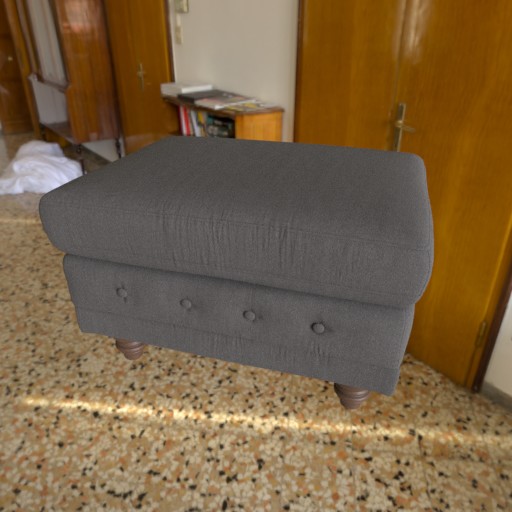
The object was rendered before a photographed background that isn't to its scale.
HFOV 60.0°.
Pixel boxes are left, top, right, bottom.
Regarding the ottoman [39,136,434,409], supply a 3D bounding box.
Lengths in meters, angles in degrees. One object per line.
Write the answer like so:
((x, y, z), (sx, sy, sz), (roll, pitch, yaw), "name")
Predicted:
((0.000, 0.000, 1.122), (0.771, 0.500, 0.569), (8, 29, 15), "ottoman")
